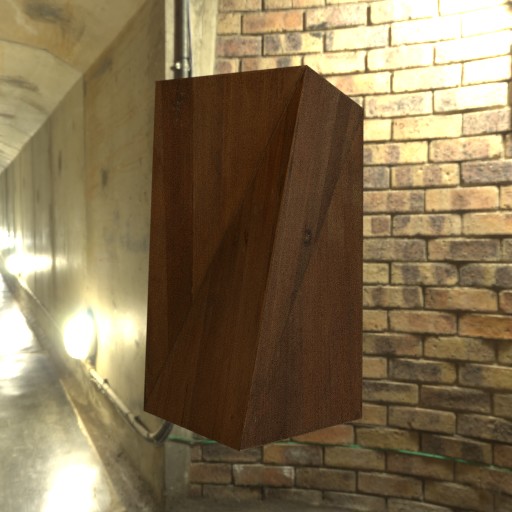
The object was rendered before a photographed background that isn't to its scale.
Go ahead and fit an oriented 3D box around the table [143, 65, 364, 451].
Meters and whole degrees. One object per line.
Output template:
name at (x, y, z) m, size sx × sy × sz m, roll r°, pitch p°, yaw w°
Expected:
table at (0.000, 0.000, 0.900) m, size 0.441 × 0.604 × 0.425 m, roll 0°, pitch 1°, yaw -1°
